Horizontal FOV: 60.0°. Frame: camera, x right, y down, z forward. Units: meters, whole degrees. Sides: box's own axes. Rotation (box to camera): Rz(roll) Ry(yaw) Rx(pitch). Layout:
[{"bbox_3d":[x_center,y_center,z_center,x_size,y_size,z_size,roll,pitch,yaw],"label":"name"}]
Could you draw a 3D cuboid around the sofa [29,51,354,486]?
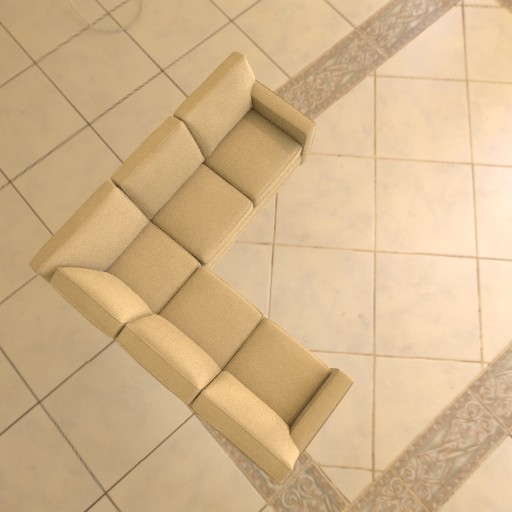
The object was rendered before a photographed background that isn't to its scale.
[{"bbox_3d":[0.000,0.000,3.325,2.182,0.939,2.189,38,79,8],"label":"sofa"}]
